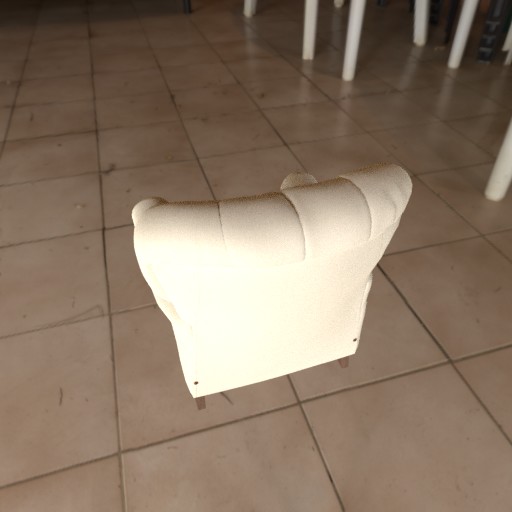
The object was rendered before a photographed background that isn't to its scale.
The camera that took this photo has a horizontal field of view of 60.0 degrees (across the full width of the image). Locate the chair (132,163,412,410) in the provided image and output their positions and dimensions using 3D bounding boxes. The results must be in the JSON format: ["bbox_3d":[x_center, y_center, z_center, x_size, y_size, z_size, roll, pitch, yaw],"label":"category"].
[{"bbox_3d":[0.000,0.000,2.067,1.035,1.169,1.132,-12,43,-13],"label":"chair"}]
